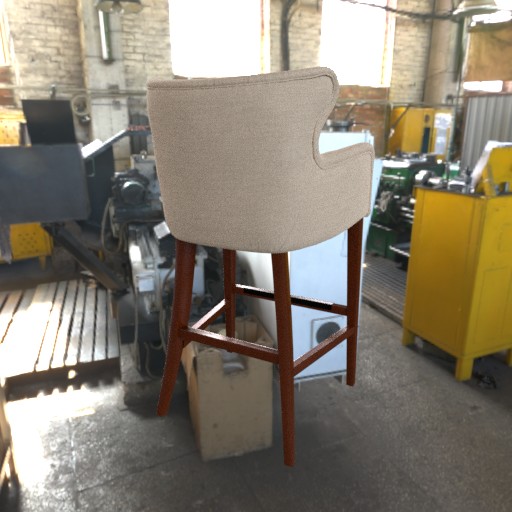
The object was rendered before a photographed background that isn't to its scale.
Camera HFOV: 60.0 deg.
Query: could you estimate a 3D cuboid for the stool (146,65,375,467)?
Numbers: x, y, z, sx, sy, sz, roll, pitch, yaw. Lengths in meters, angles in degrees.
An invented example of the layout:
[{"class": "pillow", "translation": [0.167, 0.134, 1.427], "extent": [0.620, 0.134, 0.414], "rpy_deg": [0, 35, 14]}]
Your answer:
[{"class": "stool", "translation": [0.000, 0.000, 1.369], "extent": [0.556, 1.034, 0.563], "rpy_deg": [9, 19, 27]}]
